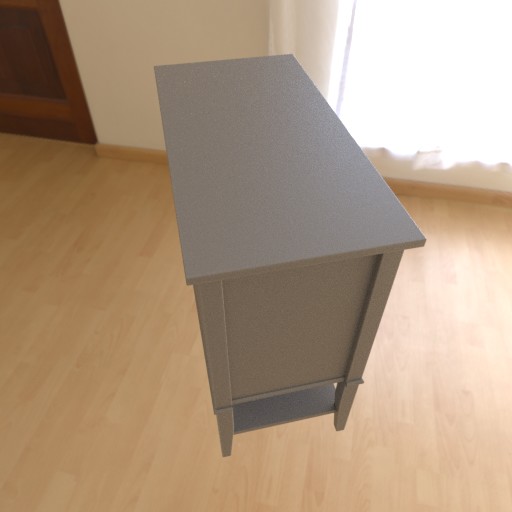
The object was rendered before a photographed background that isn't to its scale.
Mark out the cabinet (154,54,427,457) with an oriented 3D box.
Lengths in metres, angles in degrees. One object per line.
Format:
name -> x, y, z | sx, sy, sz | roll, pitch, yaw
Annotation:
cabinet -> 0.000, 0.000, 1.248 | 0.396, 0.780, 0.801 | -9, 46, -9
